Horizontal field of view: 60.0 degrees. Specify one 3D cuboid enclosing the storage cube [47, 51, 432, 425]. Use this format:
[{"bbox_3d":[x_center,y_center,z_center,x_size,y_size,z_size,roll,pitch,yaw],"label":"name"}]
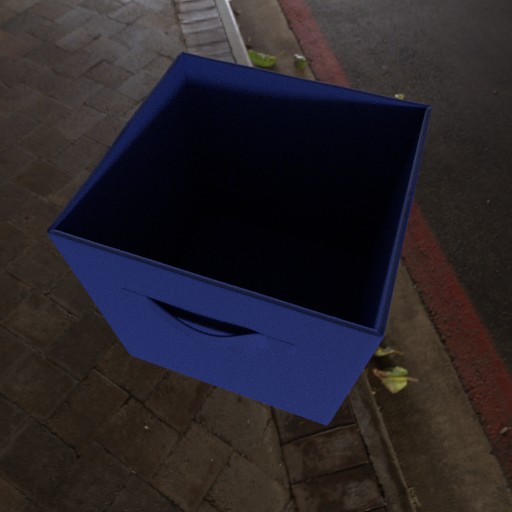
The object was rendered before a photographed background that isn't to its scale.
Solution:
[{"bbox_3d":[0.000,0.000,0.498,0.270,0.280,0.270,17,59,10],"label":"storage cube"}]
